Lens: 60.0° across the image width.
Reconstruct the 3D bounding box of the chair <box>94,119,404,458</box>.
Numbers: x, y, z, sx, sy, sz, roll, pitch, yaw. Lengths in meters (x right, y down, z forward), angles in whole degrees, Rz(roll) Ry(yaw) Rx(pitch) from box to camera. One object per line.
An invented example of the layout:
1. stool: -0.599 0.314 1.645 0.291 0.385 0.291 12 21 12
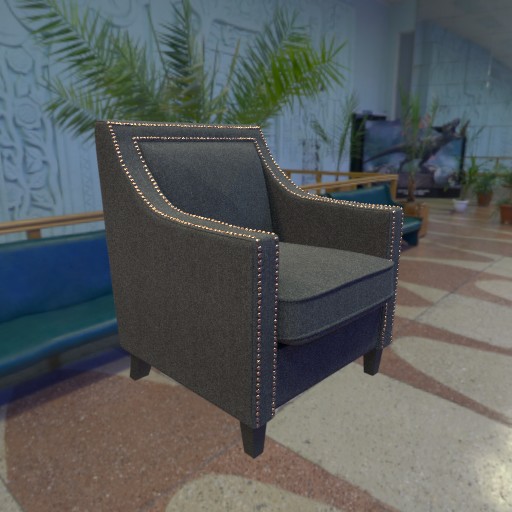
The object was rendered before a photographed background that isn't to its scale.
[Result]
1. chair: 0.000 0.000 1.634 0.884 0.967 0.776 14 20 43
